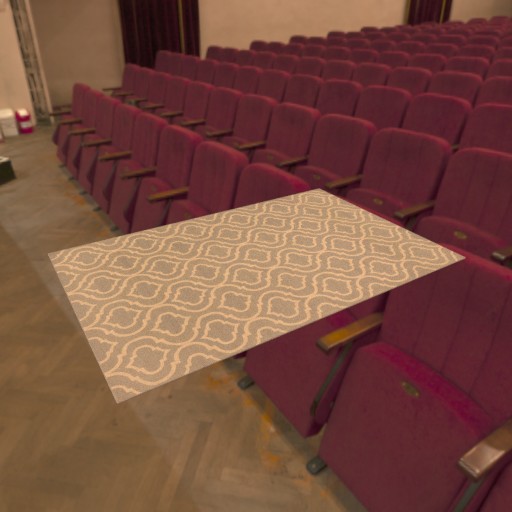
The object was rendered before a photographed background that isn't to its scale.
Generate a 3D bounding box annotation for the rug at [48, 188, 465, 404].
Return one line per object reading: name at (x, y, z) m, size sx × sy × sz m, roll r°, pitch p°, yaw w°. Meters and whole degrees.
rug at (0.000, 0.000, 2.213) m, size 1.749 × 0.015 × 1.141 m, roll -17°, pitch 33°, yaw -28°
